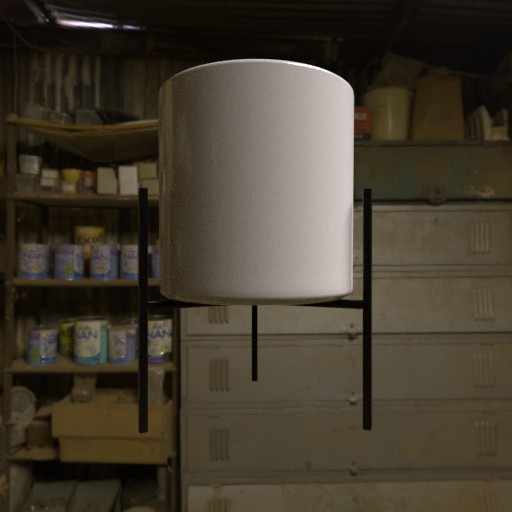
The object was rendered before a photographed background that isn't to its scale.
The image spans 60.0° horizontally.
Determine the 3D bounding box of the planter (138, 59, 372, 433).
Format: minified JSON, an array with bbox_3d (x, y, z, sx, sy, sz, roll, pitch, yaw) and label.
[{"bbox_3d":[0.000,0.000,0.516,0.239,0.356,0.239,0,0,0],"label":"planter"}]
